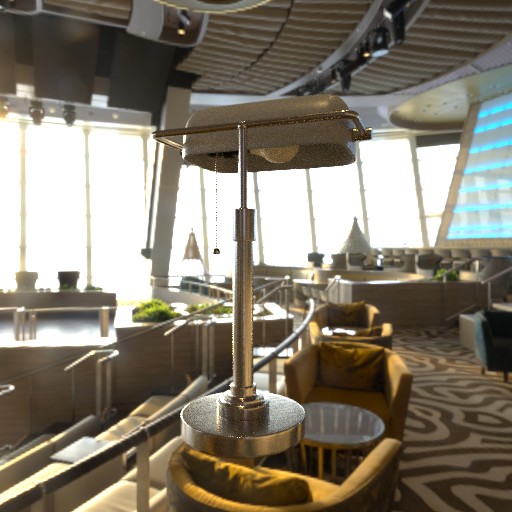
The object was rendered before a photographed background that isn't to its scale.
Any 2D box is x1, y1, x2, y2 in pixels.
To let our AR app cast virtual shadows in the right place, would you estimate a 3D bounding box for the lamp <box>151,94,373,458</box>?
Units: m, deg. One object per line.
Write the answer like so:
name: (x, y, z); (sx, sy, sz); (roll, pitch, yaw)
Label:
lamp: (0.000, 0.000, 0.552); (0.269, 0.404, 0.227); (0, 1, 21)
